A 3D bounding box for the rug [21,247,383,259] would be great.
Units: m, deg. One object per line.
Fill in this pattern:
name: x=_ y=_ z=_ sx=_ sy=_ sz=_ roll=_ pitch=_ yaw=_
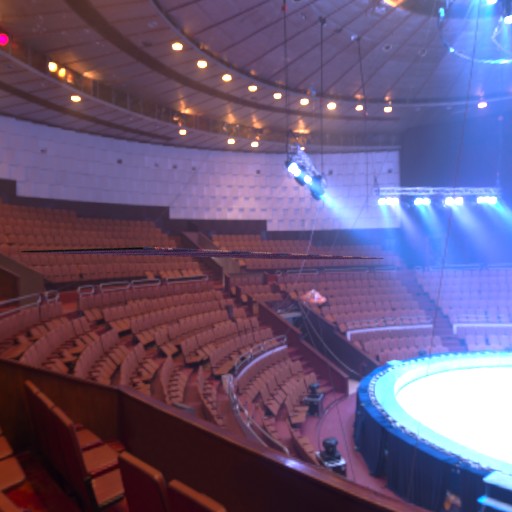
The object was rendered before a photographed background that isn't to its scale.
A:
rug: x=0.000 y=0.000 z=2.678 sx=0.760 sy=0.009 sz=2.440 roll=-1 pitch=-2 yaw=34
